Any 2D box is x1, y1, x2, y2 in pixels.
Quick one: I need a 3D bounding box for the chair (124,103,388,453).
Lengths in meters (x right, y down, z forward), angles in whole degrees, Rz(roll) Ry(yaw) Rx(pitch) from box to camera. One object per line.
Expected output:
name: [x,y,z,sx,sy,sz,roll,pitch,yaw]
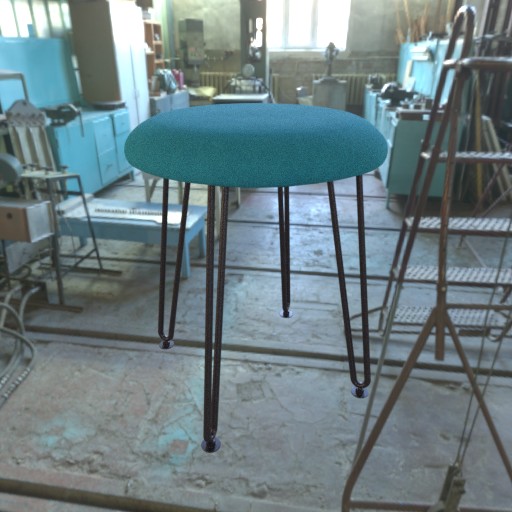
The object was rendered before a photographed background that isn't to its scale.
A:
chair: [0.000,0.000,0.682,0.350,0.430,0.350,-17,30,-32]
